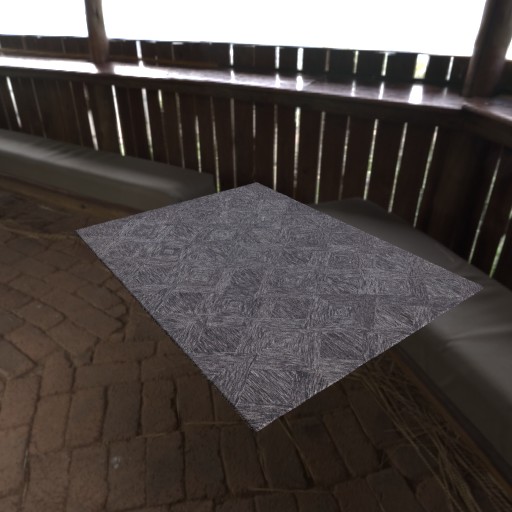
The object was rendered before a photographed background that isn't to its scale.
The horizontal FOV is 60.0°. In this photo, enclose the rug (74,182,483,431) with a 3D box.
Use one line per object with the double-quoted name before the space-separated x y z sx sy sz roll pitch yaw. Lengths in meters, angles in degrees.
"rug" 0.000 0.000 4.237 2.448 0.017 3.204 -20 35 -32
